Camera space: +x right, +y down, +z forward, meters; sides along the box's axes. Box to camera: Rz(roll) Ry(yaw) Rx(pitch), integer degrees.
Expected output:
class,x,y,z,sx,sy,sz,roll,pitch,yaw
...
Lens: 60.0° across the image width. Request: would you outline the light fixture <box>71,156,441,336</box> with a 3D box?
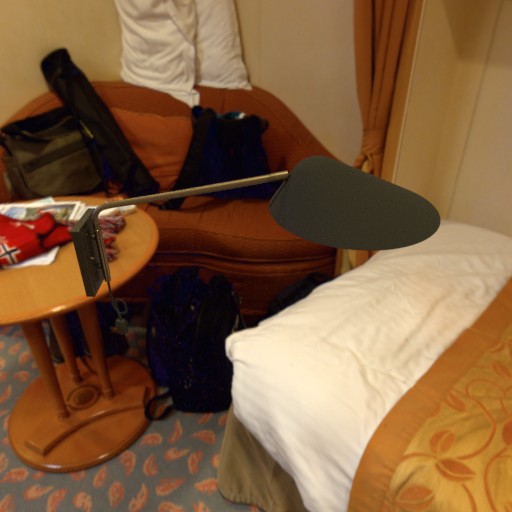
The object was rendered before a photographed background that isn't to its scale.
class,x,y,z,sx,sy,sz,roll,pitch,yaw
light fixture,0.000,0.000,0.680,0.516,0.312,0.240,0,32,0
